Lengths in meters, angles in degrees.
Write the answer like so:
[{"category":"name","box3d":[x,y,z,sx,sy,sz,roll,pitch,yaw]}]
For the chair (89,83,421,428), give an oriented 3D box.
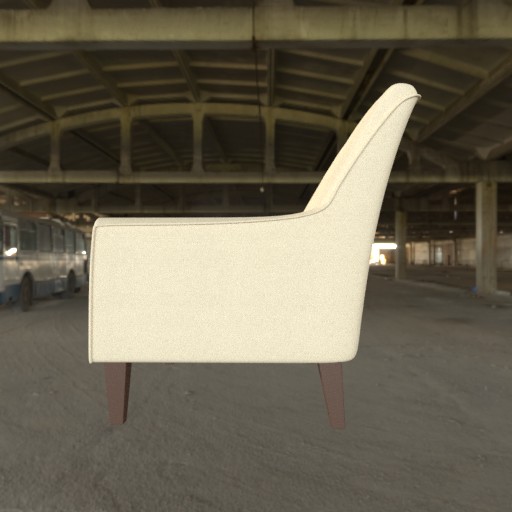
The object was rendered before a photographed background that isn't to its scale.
[{"category":"chair","box3d":[0.000,0.000,1.553,0.899,0.919,0.780,0,0,1]}]
